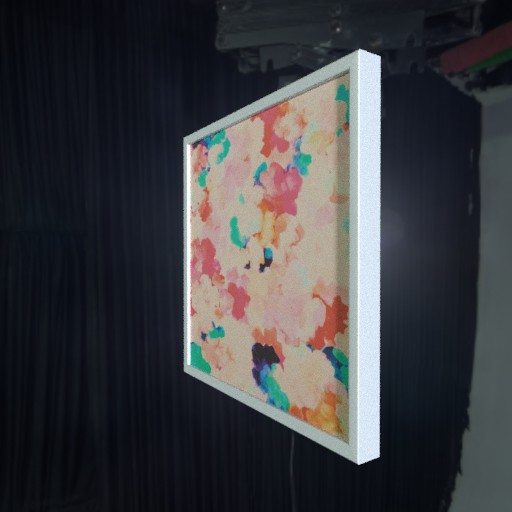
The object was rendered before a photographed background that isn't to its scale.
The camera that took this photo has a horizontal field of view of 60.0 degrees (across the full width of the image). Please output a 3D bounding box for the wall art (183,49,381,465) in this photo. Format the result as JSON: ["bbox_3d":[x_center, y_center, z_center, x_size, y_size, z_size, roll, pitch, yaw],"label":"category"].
[{"bbox_3d":[0.000,0.000,0.759,0.038,0.505,0.506,0,1,-34],"label":"wall art"}]
